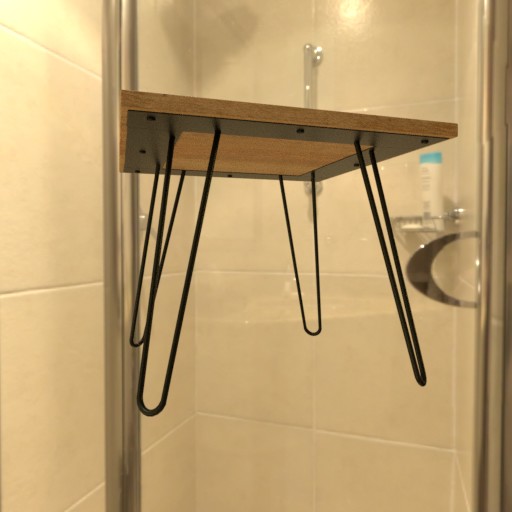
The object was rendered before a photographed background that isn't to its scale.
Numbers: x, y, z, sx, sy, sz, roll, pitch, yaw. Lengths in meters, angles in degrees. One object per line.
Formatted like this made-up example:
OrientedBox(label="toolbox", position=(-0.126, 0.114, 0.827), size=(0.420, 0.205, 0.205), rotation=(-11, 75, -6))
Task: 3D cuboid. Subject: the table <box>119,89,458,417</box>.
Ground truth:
OrientedBox(label="table", position=(0.000, 0.000, 1.022), size=(0.599, 0.500, 0.599), rotation=(0, 1, -17))
